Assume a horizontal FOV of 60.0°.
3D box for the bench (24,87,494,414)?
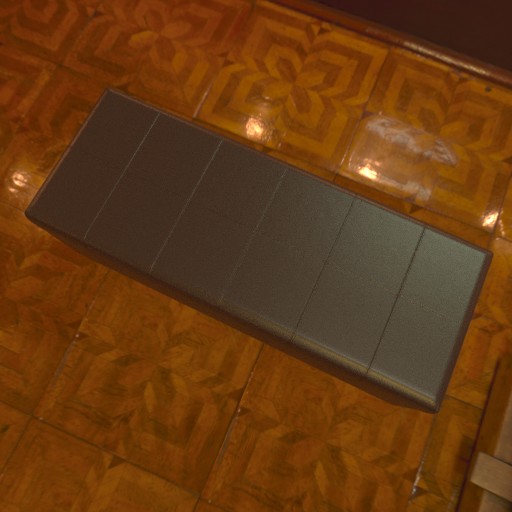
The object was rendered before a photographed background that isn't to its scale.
[{"bbox_3d":[0.000,0.000,1.287,1.092,0.457,0.429,25,76,7],"label":"bench"}]
